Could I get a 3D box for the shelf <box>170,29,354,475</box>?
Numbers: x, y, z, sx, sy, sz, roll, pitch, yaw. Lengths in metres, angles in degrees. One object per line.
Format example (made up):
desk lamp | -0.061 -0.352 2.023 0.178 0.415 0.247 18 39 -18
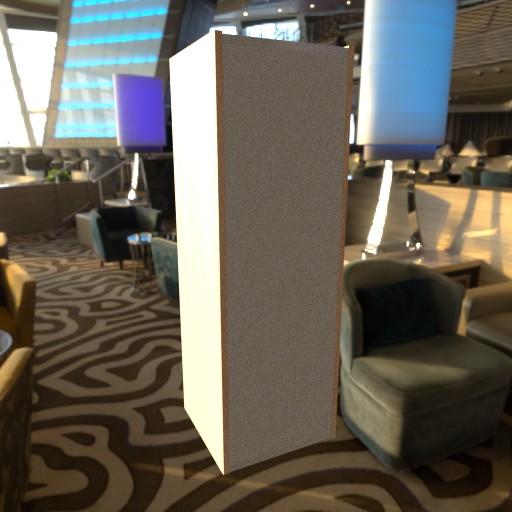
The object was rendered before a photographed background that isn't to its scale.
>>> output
shelf | 0.000 0.000 1.061 0.300 0.900 0.290 -7 15 -25
